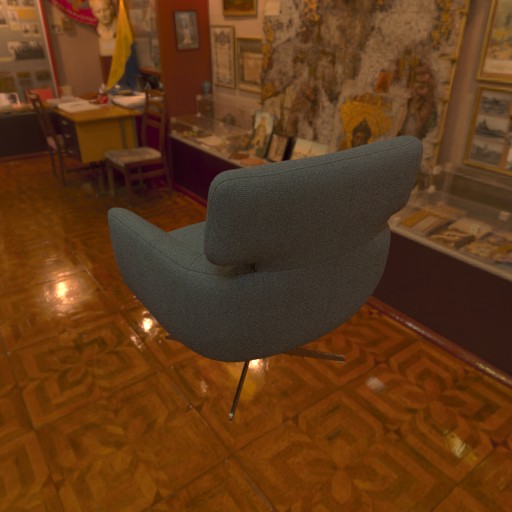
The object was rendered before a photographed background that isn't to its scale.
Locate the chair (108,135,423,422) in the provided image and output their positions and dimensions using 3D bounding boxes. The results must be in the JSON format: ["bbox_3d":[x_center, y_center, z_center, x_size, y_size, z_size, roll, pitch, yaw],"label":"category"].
[{"bbox_3d":[0.000,0.000,1.422,0.738,0.813,0.761,-18,33,-30],"label":"chair"}]
